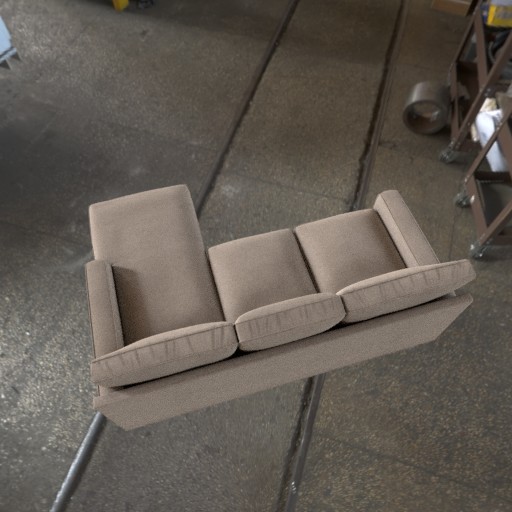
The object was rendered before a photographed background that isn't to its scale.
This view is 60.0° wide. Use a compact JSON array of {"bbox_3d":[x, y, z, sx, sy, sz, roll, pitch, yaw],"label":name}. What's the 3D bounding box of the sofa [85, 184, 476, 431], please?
[{"bbox_3d":[0.000,0.000,2.866,2.087,0.861,1.496,-14,60,-8],"label":"sofa"}]
